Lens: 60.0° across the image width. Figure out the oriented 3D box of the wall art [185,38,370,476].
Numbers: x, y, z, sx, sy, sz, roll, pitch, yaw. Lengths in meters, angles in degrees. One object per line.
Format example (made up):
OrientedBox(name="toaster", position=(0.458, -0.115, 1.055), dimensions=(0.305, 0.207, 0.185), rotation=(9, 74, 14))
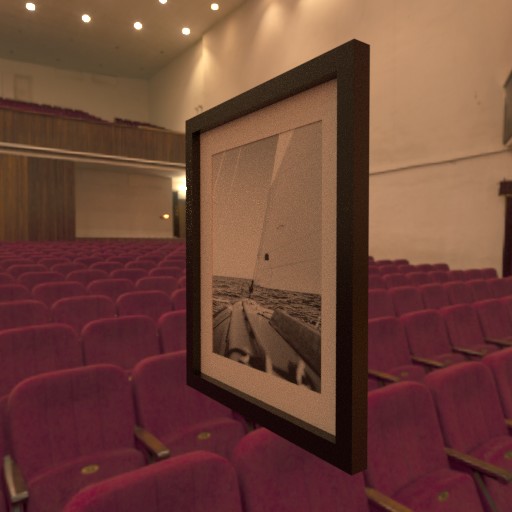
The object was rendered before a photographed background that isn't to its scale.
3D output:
OrientedBox(name="wall art", position=(0.000, 0.000, 0.761), dimensions=(0.031, 0.558, 0.461), rotation=(-1, 2, -36))
